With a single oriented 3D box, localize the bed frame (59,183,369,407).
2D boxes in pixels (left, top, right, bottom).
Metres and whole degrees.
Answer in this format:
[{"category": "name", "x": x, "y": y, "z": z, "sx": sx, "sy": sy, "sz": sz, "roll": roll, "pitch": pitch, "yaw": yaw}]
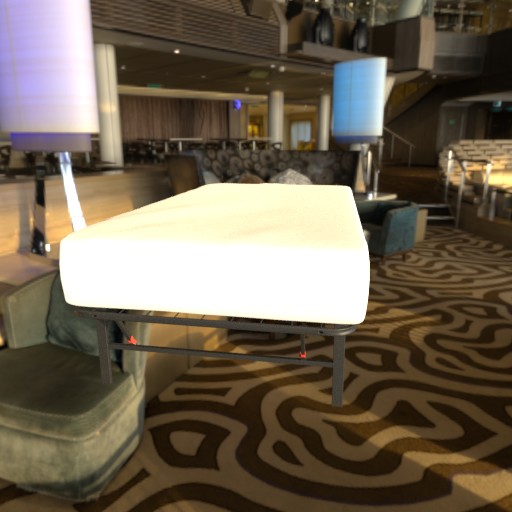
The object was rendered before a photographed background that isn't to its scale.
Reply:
[{"category": "bed frame", "x": 0.000, "y": 0.000, "z": 2.335, "sx": 1.025, "sy": 0.640, "sz": 1.908, "roll": 3, "pitch": 15, "yaw": 10}]
